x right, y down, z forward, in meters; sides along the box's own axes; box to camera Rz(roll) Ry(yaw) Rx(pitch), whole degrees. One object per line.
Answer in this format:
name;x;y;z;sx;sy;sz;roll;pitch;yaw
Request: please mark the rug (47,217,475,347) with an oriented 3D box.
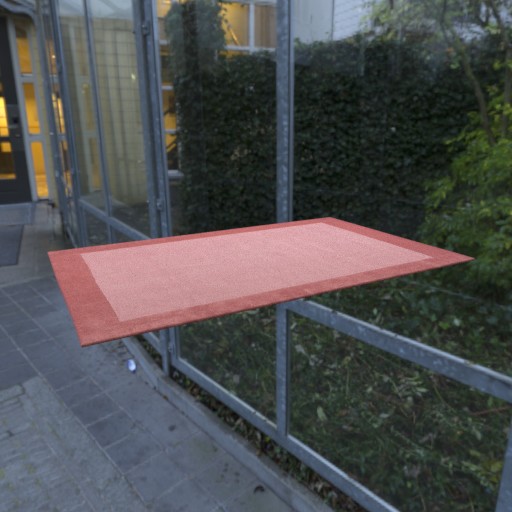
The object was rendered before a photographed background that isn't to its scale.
rug;0.000;0.000;2.970;2.438;0.014;1.524;-9;19;-28
